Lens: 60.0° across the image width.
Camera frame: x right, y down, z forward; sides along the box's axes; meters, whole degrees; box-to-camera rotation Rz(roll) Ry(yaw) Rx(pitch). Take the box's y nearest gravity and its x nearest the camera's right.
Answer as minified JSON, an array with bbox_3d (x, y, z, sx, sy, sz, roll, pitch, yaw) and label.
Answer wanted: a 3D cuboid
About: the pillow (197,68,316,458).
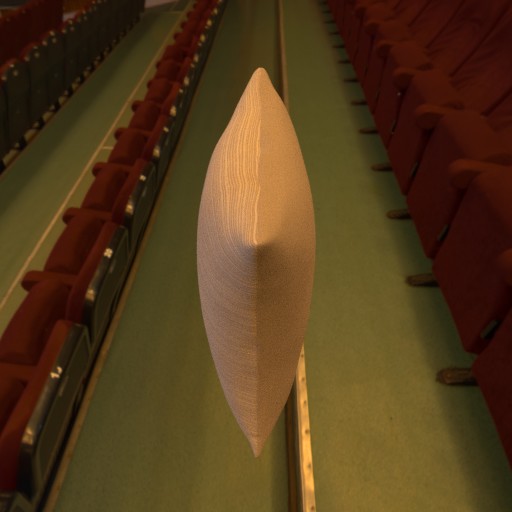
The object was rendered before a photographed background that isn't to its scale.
[{"bbox_3d":[0.000,0.000,0.804,0.204,0.497,0.512,1,42,1],"label":"pillow"}]
